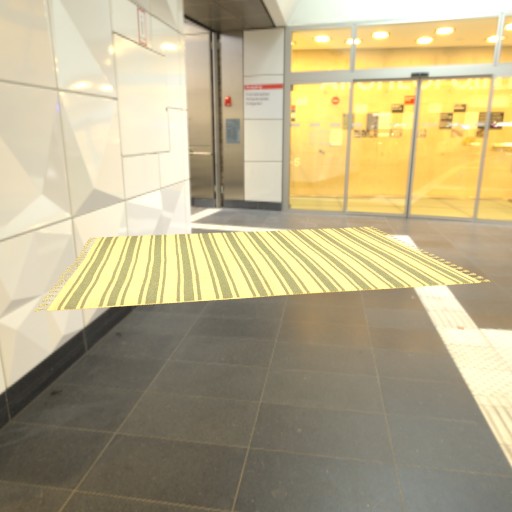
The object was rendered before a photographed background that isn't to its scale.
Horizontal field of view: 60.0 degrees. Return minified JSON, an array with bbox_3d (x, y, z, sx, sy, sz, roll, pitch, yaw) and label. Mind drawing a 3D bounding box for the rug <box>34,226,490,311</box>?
[{"bbox_3d":[0.000,0.000,3.008,2.410,0.011,1.539,-3,16,-10],"label":"rug"}]
